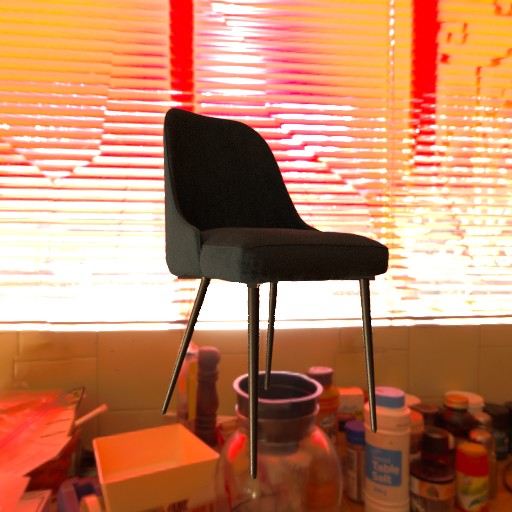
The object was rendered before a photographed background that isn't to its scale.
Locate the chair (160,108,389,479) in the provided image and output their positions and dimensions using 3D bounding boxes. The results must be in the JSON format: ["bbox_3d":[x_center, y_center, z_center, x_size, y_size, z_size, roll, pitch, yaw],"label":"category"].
[{"bbox_3d":[0.000,0.000,1.202,0.478,0.896,0.559,0,1,-37],"label":"chair"}]
